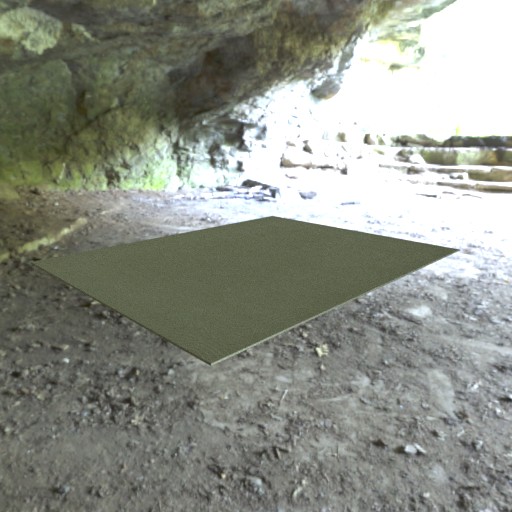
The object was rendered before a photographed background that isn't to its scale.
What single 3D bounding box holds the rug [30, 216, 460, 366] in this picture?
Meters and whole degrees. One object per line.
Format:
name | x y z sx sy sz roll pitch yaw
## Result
rug | 0.000 0.000 3.399 2.584 0.011 2.073 -15 22 -43
